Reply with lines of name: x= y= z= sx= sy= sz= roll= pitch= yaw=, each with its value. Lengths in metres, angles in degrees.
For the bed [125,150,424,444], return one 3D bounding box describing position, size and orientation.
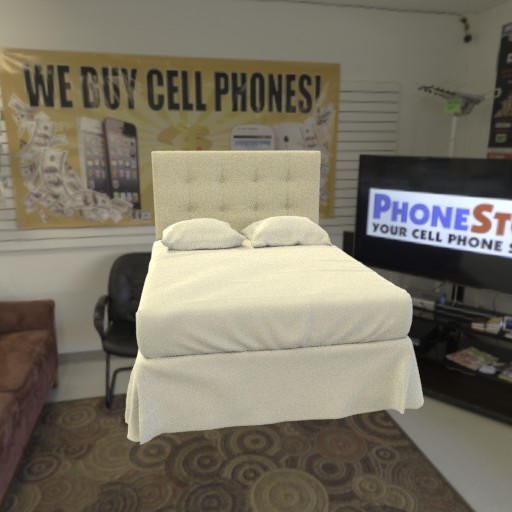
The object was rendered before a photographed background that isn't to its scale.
bed: x=0.000 y=0.000 z=3.474 sx=1.936 sy=1.577 sz=2.222 roll=-2 pitch=14 yaw=-9
